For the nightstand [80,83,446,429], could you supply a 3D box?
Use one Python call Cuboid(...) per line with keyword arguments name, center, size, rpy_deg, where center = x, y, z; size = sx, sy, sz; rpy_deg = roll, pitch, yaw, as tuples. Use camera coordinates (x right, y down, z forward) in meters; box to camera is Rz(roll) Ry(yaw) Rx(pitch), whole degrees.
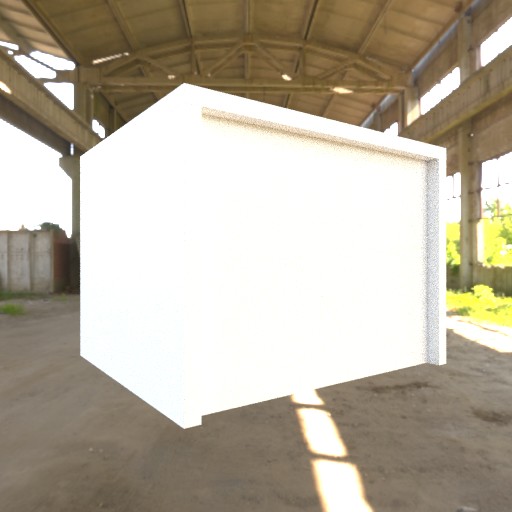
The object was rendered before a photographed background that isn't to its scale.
Cuboid(name="nightstand", center=(0.000, 0.000, 0.751), size=(0.470, 0.351, 0.408), rpy_deg=(0, 0, -35))
